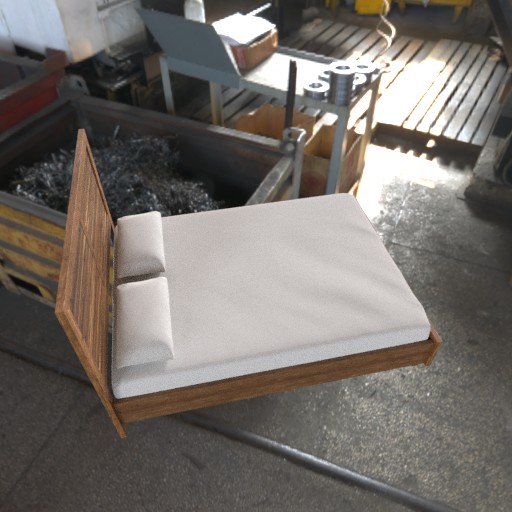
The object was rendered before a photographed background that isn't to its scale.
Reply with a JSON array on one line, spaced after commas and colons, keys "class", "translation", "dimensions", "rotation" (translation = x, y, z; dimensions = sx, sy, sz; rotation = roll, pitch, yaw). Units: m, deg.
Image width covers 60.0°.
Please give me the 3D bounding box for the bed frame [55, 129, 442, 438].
[{"class": "bed frame", "translation": [0.000, 0.000, 3.303], "dimensions": [2.276, 1.417, 1.696], "rotation": [-9, 46, -8]}]
